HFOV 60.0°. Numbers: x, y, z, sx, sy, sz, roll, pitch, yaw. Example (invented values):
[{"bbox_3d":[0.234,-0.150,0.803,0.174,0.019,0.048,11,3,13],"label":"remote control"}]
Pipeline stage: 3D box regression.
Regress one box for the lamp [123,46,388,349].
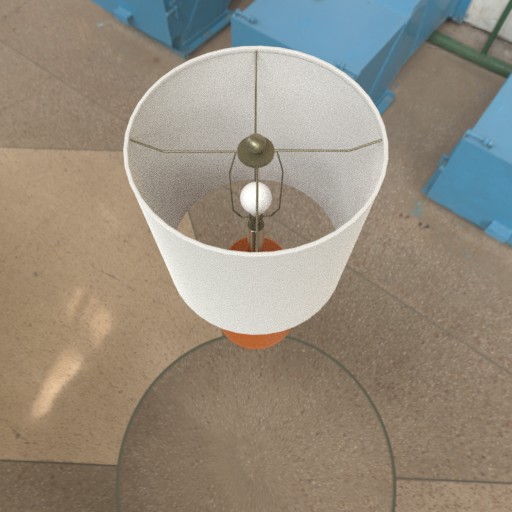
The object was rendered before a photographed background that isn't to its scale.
[{"bbox_3d":[0.000,0.000,1.095,0.418,0.871,0.418,36,70,16],"label":"lamp"}]
